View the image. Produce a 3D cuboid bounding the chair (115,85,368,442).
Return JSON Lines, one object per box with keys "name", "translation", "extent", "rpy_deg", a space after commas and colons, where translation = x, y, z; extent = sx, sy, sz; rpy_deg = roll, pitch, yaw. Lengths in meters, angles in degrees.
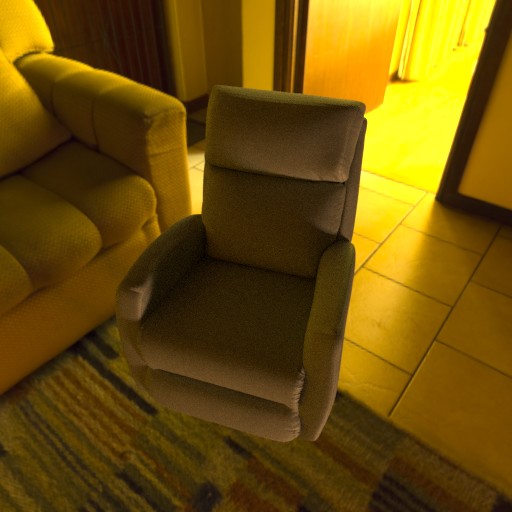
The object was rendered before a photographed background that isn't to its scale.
{"name": "chair", "translation": [0.000, 0.000, 1.706], "extent": [0.794, 1.016, 0.940], "rpy_deg": [12, 41, 13]}
